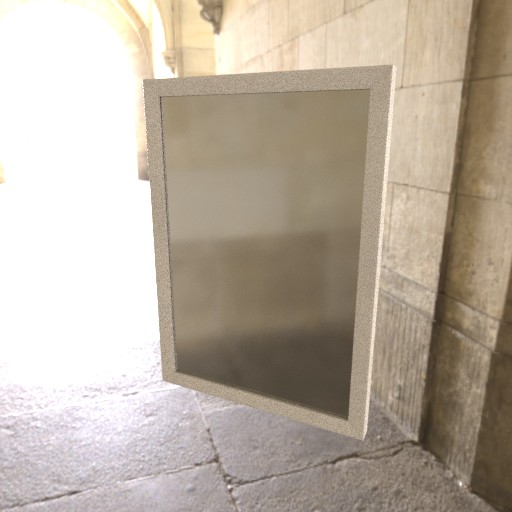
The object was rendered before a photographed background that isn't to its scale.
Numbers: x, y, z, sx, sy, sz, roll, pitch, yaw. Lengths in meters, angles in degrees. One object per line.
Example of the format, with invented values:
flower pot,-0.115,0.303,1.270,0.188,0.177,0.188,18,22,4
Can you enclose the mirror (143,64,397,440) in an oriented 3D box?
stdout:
mirror,0.000,0.000,0.930,0.507,0.710,0.040,8,18,25
